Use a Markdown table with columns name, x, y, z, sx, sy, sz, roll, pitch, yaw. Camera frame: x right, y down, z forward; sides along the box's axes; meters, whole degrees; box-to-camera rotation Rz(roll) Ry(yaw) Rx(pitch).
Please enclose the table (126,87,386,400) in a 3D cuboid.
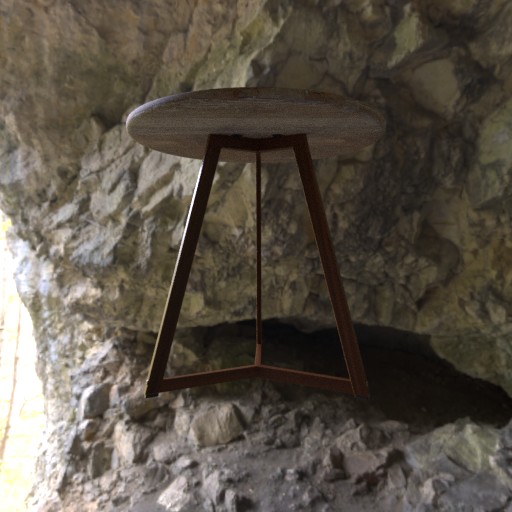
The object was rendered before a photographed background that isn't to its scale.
| name | x | y | z | sx | sy | sz | roll | pitch | yaw |
| --- | --- | --- | --- | --- | --- | --- | --- | --- | --- |
| table | 0.000 | 0.000 | 0.894 | 0.500 | 0.500 | 0.500 | 0 | 1 | 0 |
